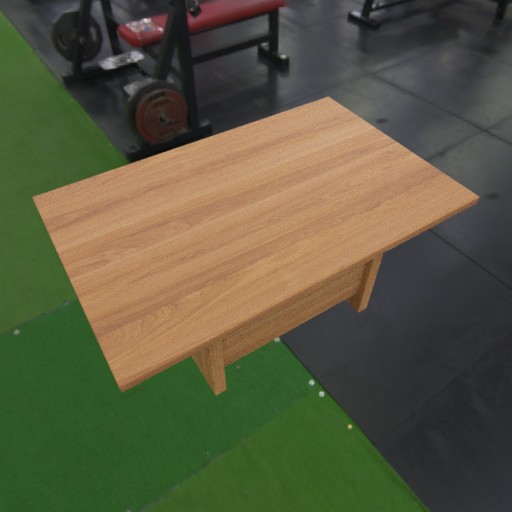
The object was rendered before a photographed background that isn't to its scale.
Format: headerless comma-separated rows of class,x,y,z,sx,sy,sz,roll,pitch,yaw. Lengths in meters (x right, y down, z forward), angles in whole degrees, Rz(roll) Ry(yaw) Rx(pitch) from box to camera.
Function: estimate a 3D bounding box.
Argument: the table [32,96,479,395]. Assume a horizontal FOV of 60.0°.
table,0.000,0.000,1.478,1.100,0.510,0.700,-25,52,-21
